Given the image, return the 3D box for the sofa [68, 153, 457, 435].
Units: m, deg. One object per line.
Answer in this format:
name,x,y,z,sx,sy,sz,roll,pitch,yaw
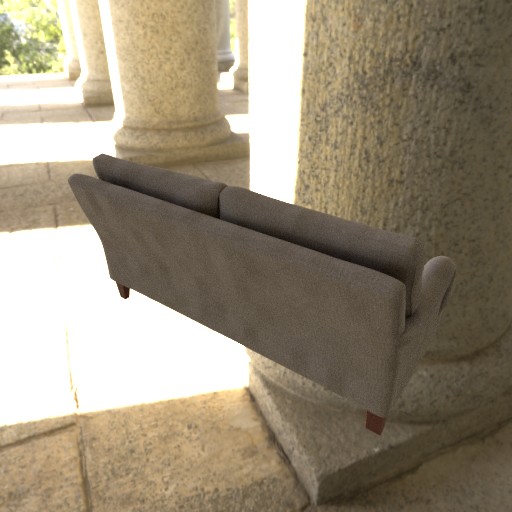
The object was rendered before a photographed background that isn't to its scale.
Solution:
sofa,0.000,0.000,2.755,2.193,1.096,1.069,20,35,31
